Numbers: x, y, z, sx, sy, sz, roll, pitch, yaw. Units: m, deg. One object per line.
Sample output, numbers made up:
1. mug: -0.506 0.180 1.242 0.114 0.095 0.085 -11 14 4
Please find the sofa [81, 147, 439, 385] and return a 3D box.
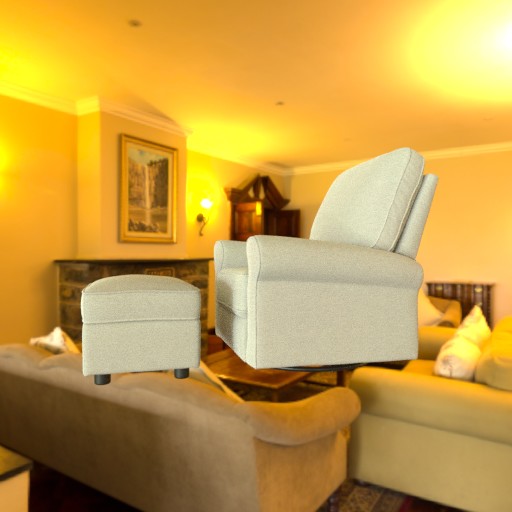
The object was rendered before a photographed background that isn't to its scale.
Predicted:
1. sofa: 0.000 0.000 2.052 1.478 0.959 0.880 0 0 -16
